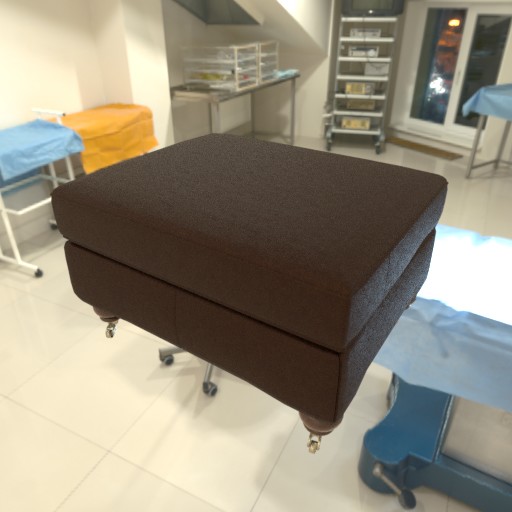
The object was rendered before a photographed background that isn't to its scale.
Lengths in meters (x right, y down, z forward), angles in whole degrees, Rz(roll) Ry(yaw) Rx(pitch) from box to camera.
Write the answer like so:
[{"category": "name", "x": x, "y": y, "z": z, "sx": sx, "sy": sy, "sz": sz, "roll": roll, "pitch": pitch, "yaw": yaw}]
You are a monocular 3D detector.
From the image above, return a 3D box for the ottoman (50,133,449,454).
[{"category": "ottoman", "x": 0.000, "y": 0.000, "z": 1.805, "sx": 1.187, "sy": 0.730, "sz": 0.967, "roll": 19, "pitch": 35, "yaw": 29}]
